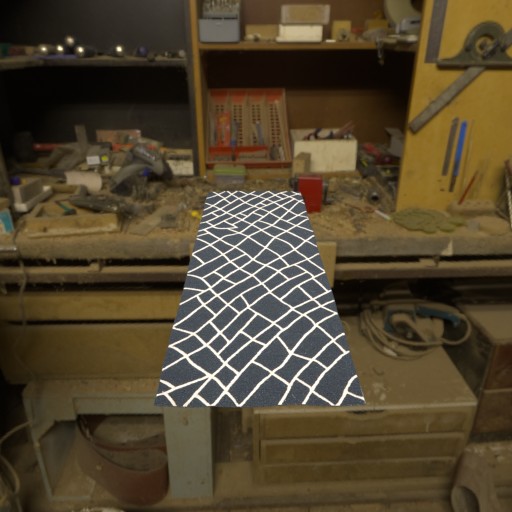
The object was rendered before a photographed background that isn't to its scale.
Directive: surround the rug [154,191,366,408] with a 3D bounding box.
[{"bbox_3d":[0.000,0.000,2.749,0.807,0.010,2.476,0,27,-1],"label":"rug"}]
